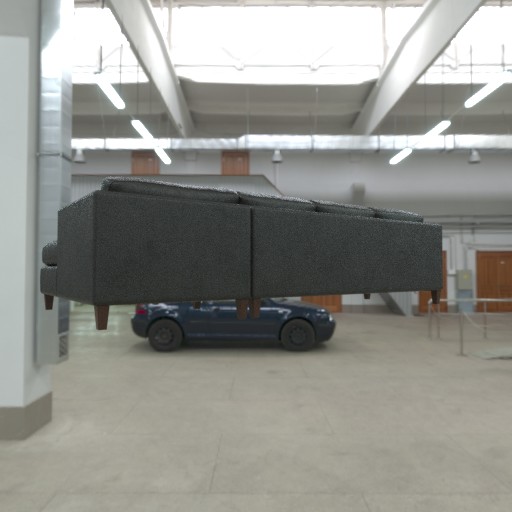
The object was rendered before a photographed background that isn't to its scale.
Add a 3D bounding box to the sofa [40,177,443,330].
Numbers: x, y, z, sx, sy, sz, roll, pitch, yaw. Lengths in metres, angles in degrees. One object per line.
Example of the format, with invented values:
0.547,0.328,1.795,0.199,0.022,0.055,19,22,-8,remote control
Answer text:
0.000,0.000,3.889,3.203,0.883,1.581,1,-2,-35,sofa
